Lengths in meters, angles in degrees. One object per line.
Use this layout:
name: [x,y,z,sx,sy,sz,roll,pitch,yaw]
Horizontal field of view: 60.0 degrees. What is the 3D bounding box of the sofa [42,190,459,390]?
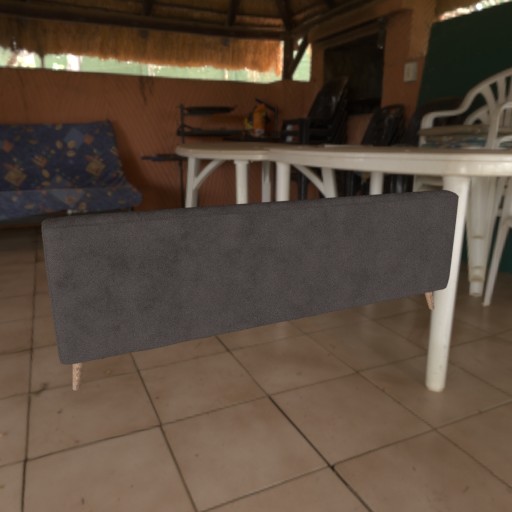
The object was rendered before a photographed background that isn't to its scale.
sofa: [0.000,0.000,2.560,2.190,0.740,0.900,-7,17,-25]
